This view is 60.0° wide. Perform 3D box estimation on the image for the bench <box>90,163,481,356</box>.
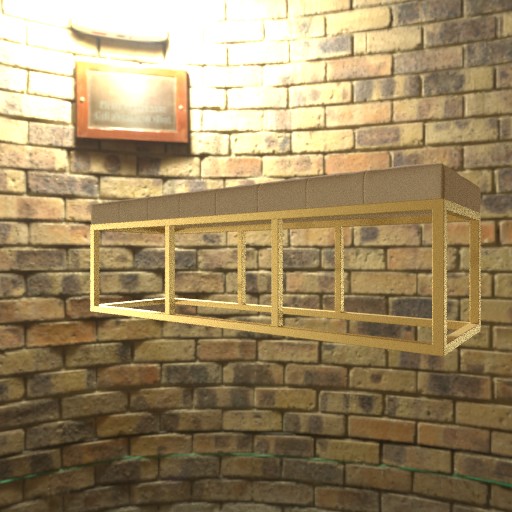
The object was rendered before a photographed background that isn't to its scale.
[{"bbox_3d":[0.000,0.000,1.684,1.473,0.484,0.457,0,0,37],"label":"bench"}]
